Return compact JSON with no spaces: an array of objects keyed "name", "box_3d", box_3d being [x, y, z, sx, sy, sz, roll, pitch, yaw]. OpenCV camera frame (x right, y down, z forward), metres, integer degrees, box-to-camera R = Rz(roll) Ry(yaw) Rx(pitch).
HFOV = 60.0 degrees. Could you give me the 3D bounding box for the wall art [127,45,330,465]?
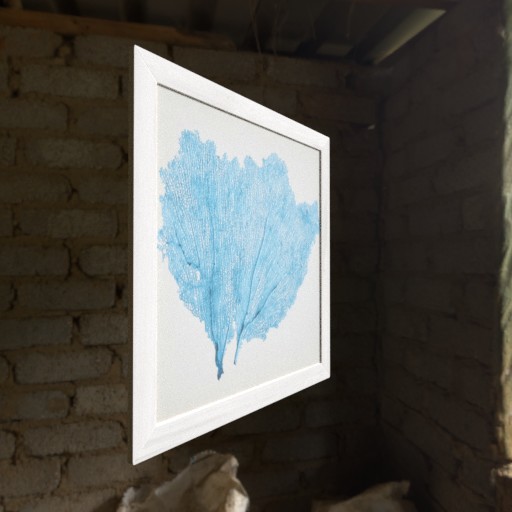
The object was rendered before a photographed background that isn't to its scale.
[{"name":"wall art","box_3d":[0.000,0.000,0.852,0.013,0.584,0.584,-1,-1,37]}]
